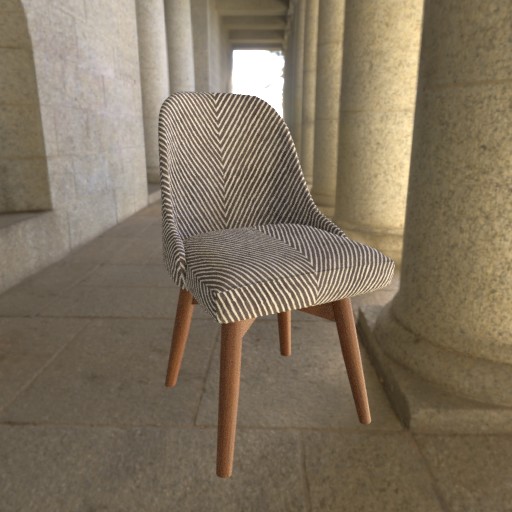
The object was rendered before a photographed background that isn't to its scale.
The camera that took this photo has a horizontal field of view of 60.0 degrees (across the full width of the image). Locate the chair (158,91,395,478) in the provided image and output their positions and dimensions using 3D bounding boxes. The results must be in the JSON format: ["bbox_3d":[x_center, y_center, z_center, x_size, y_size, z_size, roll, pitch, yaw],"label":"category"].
[{"bbox_3d":[0.000,0.000,1.220,0.504,0.883,0.591,-8,18,-26],"label":"chair"}]
